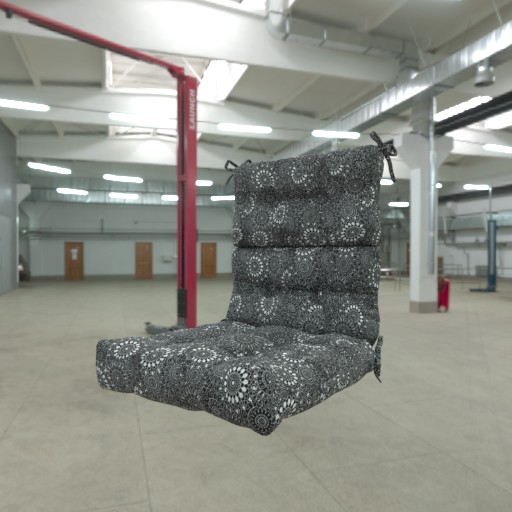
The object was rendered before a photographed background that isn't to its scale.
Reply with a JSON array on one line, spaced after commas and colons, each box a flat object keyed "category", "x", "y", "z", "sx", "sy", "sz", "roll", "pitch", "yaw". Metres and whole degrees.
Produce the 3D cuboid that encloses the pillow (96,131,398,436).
[{"category": "pillow", "x": 0.000, "y": 0.000, "z": 1.043, "sx": 0.519, "sy": 0.605, "sz": 0.571, "roll": 0, "pitch": 0, "yaw": 37}]
